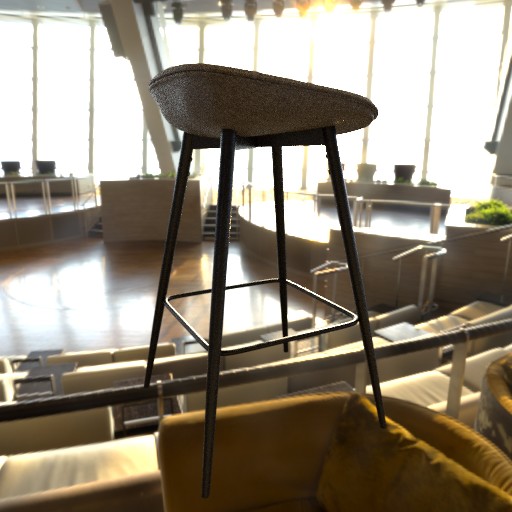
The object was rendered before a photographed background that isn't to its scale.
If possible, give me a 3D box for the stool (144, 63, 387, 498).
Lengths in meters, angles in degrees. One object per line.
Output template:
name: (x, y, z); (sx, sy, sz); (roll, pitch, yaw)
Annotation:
stool: (0.000, 0.000, 1.069); (0.480, 0.814, 0.469); (-8, 16, -27)
